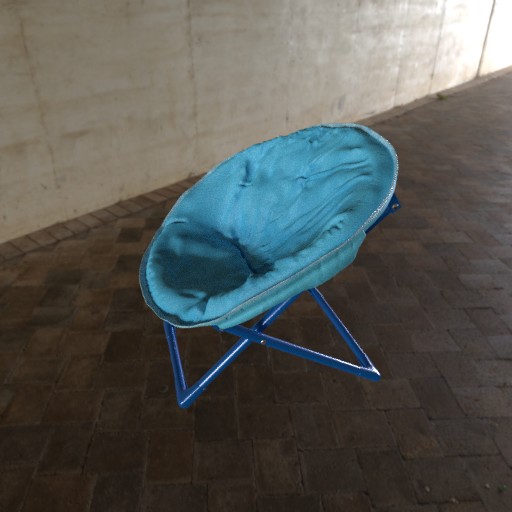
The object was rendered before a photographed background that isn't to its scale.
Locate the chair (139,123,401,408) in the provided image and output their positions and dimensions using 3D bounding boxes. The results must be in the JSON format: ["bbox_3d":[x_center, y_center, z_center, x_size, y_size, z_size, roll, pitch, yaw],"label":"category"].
[{"bbox_3d":[0.000,0.000,0.897,0.465,0.478,0.520,-8,31,-14],"label":"chair"}]
